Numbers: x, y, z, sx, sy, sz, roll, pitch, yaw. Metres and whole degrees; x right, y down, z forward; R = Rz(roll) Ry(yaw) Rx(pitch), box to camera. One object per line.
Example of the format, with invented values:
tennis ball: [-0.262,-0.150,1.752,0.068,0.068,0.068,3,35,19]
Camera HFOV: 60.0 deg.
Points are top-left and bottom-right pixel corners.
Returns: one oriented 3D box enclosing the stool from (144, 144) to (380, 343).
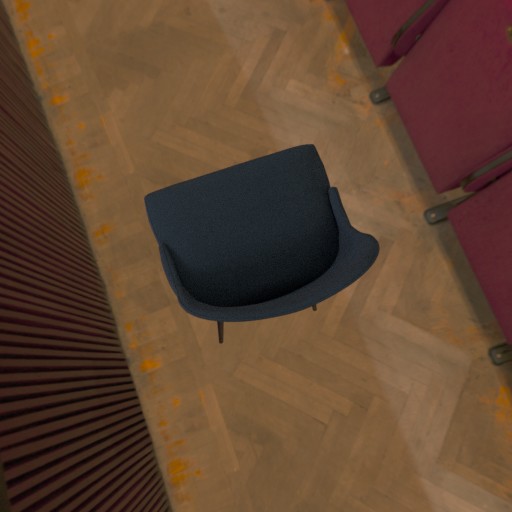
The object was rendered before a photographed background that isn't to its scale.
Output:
stool: [0.000,0.000,1.359,0.527,1.079,0.489,-18,77,-4]
